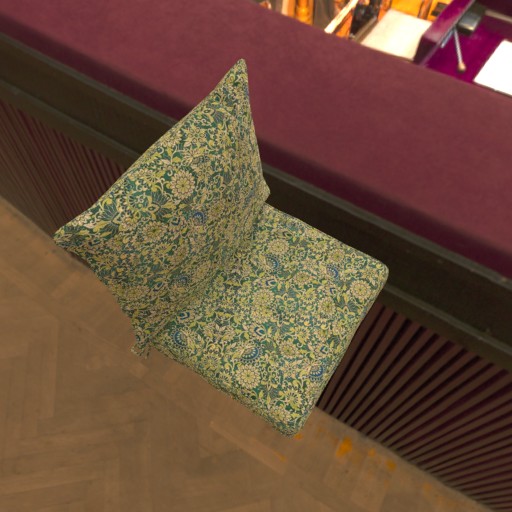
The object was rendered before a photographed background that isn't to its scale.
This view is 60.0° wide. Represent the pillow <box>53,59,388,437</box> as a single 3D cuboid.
[{"bbox_3d":[0.000,0.000,1.367,0.740,0.722,0.798,29,63,17],"label":"pillow"}]
